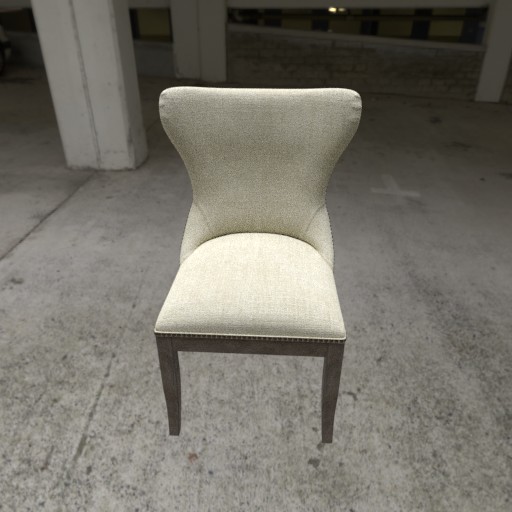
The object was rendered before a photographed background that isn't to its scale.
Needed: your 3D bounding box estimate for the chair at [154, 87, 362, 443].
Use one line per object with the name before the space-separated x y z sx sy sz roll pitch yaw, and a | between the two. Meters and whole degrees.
chair | 0.000 0.000 1.490 0.654 1.002 0.681 2 30 3
